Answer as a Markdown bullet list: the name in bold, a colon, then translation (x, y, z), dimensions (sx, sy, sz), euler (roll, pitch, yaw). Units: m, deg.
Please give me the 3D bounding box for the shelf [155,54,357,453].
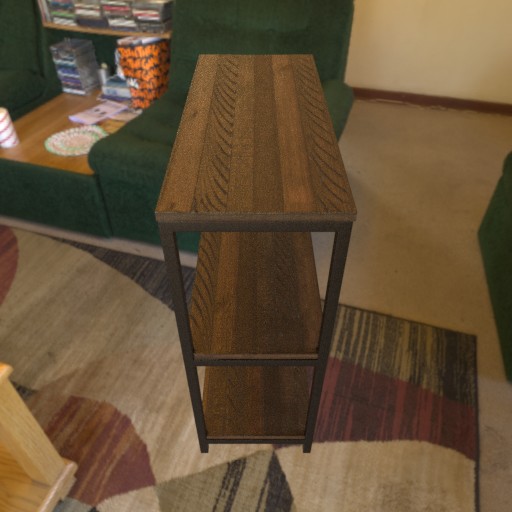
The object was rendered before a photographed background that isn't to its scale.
- **shelf**: translation (0.000, 0.000, 1.391), dimensions (0.352, 0.947, 0.822), euler (0, 42, 0)
